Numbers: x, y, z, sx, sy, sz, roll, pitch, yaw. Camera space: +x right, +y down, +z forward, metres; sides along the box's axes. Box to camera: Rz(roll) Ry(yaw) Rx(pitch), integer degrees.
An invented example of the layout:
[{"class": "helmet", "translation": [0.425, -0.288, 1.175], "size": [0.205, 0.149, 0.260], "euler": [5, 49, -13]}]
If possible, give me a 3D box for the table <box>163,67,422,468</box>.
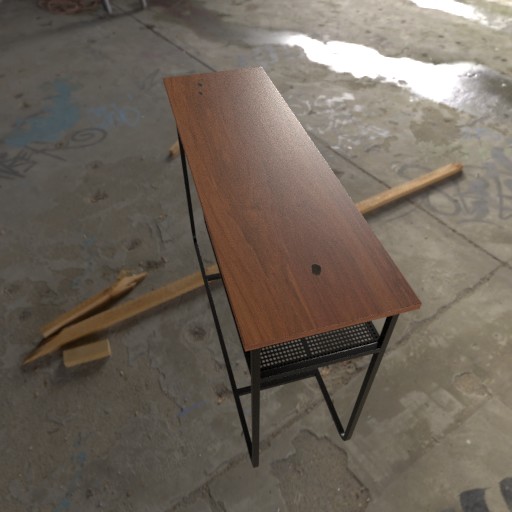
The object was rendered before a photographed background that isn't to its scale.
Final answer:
[{"class": "table", "translation": [0.000, 0.000, 1.450], "size": [0.350, 0.750, 1.100], "euler": [-12, 47, -11]}]
